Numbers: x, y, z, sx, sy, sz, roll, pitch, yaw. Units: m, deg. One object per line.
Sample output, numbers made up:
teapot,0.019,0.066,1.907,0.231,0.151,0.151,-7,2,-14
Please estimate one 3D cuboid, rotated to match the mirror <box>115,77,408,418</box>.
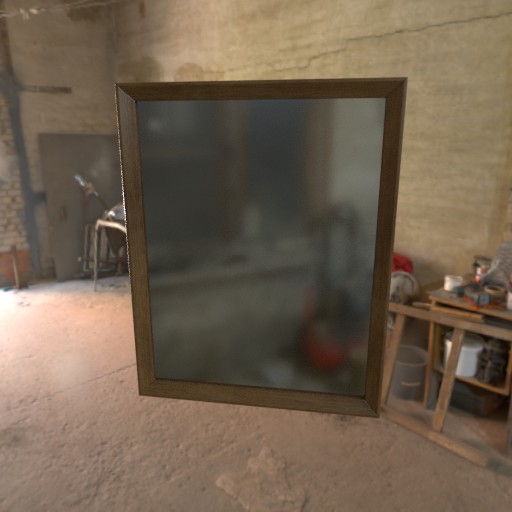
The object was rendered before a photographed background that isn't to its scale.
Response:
mirror,0.000,0.000,0.691,0.406,0.509,0.041,2,15,9
